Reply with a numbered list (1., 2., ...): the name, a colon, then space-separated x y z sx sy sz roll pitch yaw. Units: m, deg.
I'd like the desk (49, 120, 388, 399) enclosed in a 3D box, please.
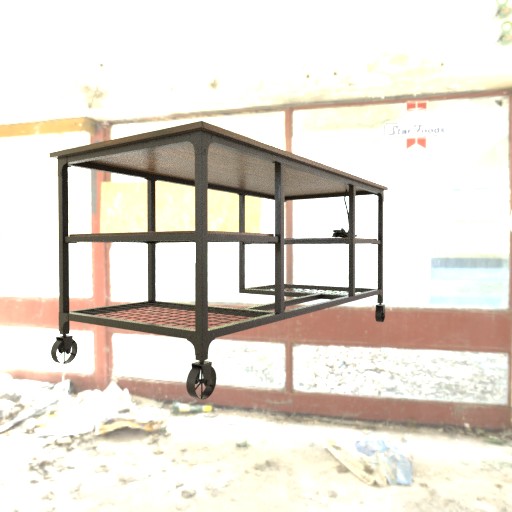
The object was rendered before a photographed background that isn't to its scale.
1. desk: 0.000 0.000 2.018 0.711 0.751 1.590 1 1 34
